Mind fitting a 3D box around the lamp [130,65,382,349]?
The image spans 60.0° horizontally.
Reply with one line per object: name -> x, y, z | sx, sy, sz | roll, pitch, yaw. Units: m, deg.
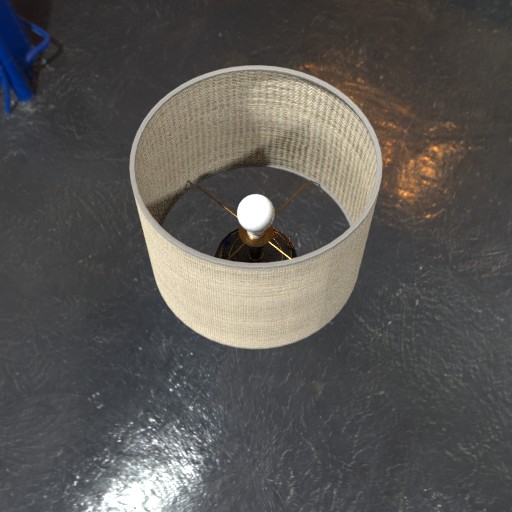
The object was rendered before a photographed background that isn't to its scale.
lamp -> 0.000, 0.000, 0.838 | 0.376, 0.594, 0.376 | 0, 64, 0
